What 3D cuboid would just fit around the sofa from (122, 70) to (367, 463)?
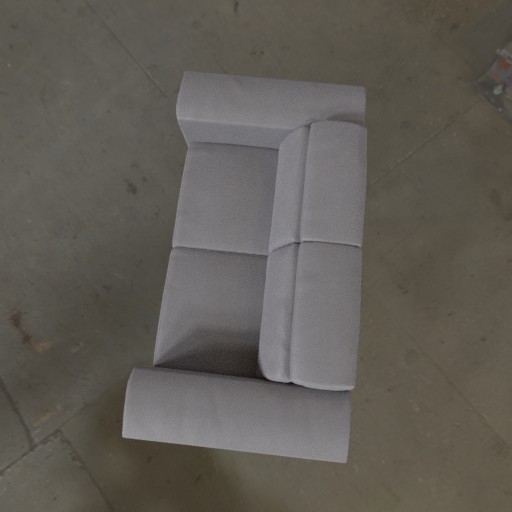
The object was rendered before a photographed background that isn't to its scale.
[{"bbox_3d":[0.000,0.000,2.367,1.003,0.779,1.895,6,75,2],"label":"sofa"}]
